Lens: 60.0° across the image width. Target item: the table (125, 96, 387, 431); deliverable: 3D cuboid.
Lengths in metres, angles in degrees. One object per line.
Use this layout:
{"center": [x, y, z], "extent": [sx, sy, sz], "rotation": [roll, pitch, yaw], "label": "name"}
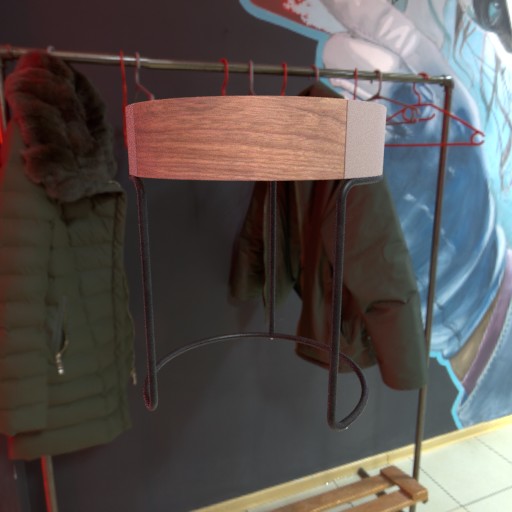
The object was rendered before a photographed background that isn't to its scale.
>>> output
{"center": [0.000, 0.000, 0.850], "extent": [0.450, 0.530, 0.450], "rotation": [0, 13, 0], "label": "table"}
